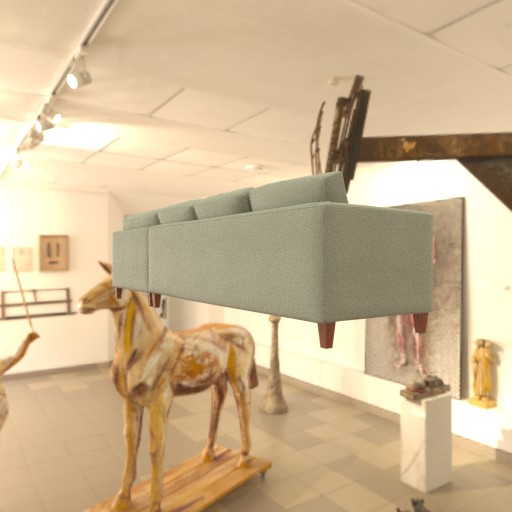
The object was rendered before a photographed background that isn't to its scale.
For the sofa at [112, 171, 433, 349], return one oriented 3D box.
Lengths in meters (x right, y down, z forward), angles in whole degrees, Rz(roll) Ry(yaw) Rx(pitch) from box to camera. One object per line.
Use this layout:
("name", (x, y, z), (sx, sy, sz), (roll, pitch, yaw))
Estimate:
("sofa", (0.000, 0.000, 4.047), (1.604, 0.950, 3.471), (0, 0, -35))
